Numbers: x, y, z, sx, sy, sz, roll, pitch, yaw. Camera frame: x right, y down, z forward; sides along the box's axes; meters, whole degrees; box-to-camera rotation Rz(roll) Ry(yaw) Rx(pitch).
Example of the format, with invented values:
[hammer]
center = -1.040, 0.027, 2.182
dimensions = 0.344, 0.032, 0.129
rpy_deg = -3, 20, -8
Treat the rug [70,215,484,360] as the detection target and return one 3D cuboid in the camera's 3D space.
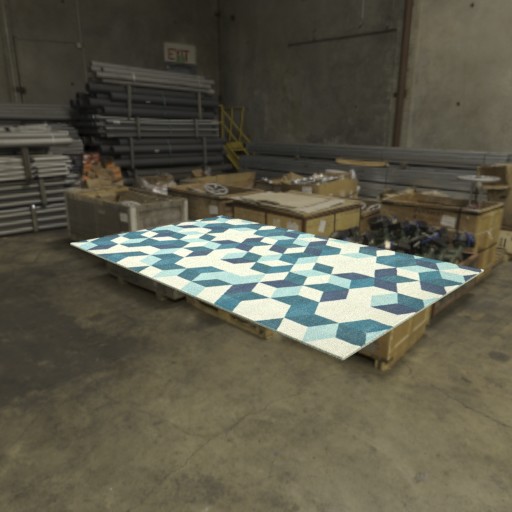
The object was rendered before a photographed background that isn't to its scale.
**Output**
[rug]
center = 0.000, 0.000, 3.027
dimensions = 2.438, 0.015, 1.518
rpy_deg = 16, 22, 43
